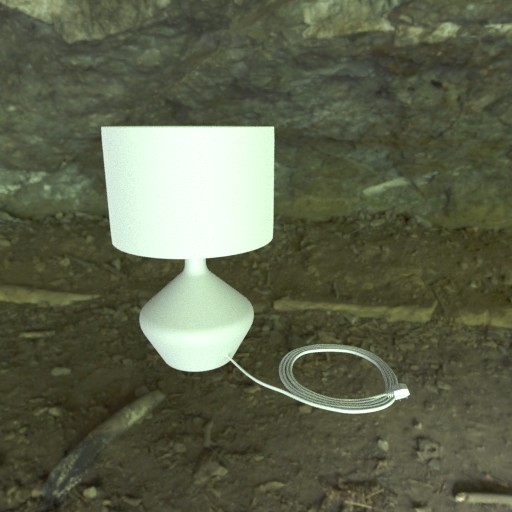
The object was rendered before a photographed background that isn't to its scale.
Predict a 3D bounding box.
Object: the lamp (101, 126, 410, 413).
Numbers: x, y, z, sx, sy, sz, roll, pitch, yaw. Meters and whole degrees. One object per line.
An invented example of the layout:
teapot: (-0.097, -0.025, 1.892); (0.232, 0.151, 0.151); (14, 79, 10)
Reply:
lamp: (0.000, 0.000, 0.816); (0.546, 0.457, 0.401); (16, 23, 42)
